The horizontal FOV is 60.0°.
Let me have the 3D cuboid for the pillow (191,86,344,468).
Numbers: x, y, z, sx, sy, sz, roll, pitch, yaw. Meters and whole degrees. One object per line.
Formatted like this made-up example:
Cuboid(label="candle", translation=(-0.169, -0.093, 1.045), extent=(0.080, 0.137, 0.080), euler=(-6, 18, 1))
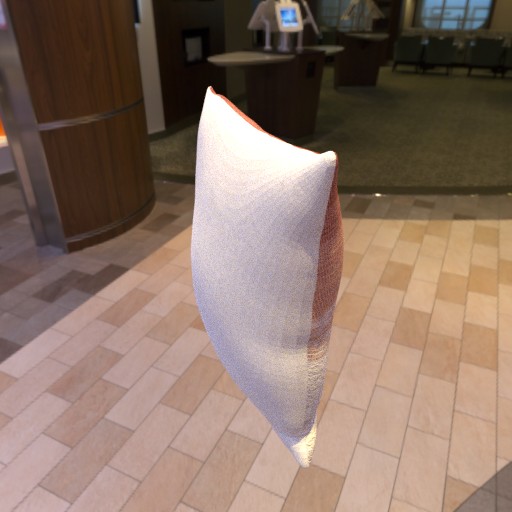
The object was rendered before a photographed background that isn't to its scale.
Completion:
Cuboid(label="pillow", translation=(0.000, 0.000, 0.680), extent=(0.182, 0.441, 0.440), euler=(-11, 32, -18))
